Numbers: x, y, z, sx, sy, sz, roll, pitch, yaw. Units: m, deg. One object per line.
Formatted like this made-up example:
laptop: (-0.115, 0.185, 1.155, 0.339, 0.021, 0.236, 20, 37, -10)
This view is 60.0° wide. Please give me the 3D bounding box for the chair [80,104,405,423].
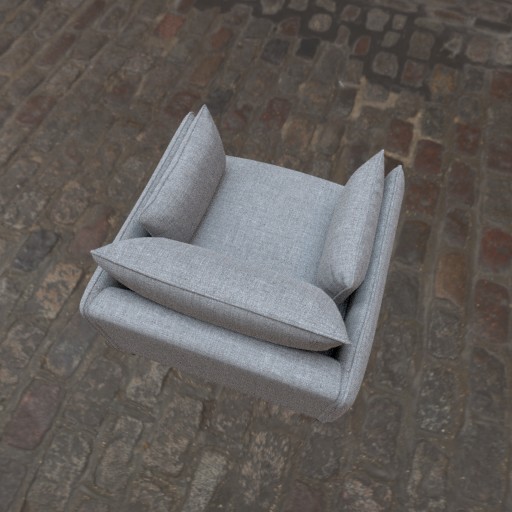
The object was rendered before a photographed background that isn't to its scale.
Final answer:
chair: (0.000, 0.000, 1.754, 0.993, 0.839, 0.976, 17, 63, 9)
